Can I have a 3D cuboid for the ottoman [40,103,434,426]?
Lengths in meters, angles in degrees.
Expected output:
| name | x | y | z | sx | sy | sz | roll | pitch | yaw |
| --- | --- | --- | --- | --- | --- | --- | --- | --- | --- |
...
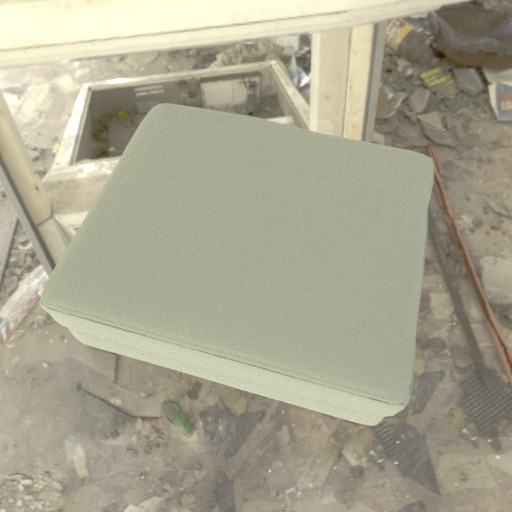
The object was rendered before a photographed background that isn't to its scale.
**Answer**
| name | x | y | z | sx | sy | sz | roll | pitch | yaw |
| --- | --- | --- | --- | --- | --- | --- | --- | --- | --- |
| ottoman | 0.000 | 0.000 | 1.464 | 0.991 | 0.494 | 0.842 | 14 | 60 | 8 |
